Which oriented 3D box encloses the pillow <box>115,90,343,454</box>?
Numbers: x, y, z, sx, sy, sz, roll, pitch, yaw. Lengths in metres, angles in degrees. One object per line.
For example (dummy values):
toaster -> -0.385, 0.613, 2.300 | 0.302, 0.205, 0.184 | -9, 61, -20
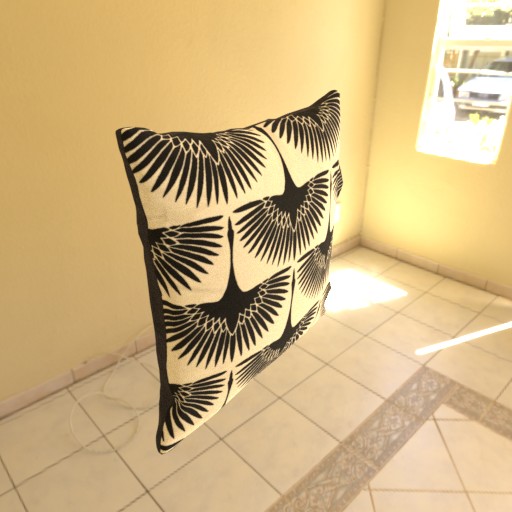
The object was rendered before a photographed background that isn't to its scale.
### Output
pillow -> 0.000, 0.000, 0.660 | 0.139, 0.432, 0.432 | 19, 32, 33
